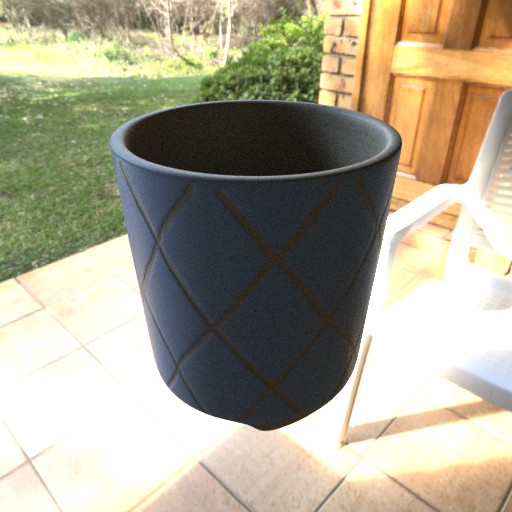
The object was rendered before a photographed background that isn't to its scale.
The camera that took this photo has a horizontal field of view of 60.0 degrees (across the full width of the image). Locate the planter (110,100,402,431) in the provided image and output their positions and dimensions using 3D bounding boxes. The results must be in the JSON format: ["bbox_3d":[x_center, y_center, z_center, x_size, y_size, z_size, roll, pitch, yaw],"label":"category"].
[{"bbox_3d":[0.000,0.000,0.350,0.191,0.200,0.191,0,31,0],"label":"planter"}]
